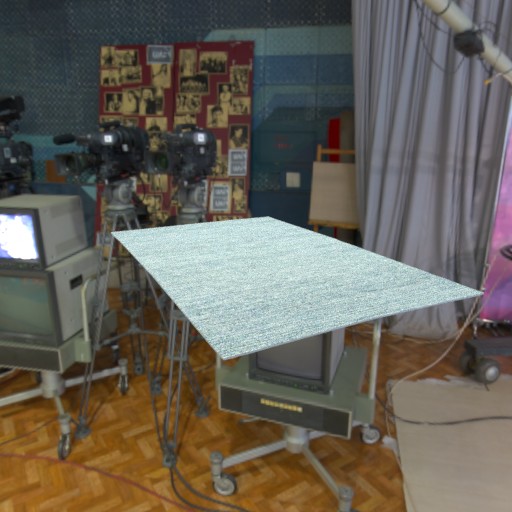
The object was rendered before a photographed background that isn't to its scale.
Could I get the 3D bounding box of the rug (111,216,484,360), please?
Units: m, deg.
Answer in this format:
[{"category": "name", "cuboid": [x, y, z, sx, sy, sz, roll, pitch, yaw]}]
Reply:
[{"category": "rug", "cuboid": [0.000, 0.000, 2.350, 1.174, 0.022, 1.853, -8, 18, -26]}]
